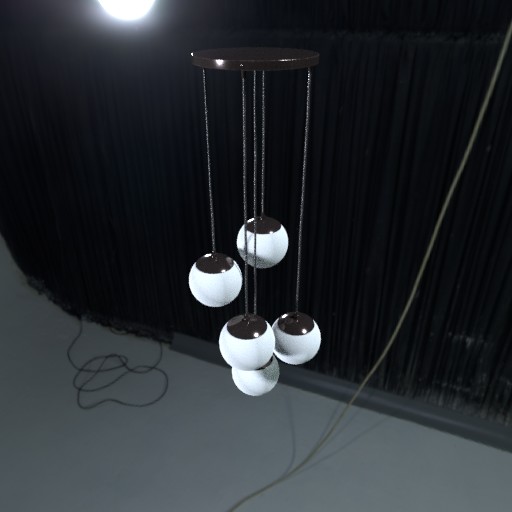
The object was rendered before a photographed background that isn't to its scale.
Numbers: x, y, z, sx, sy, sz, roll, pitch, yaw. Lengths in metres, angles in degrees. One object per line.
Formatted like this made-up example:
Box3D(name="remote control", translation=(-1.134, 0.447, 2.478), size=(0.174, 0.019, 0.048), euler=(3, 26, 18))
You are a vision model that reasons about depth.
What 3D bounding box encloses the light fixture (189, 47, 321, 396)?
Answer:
Box3D(name="light fixture", translation=(0.000, 0.000, 1.520), size=(0.484, 1.271, 0.489), euler=(10, 32, 17))
